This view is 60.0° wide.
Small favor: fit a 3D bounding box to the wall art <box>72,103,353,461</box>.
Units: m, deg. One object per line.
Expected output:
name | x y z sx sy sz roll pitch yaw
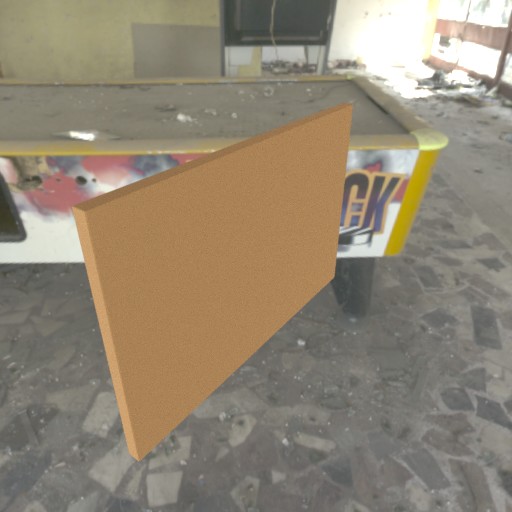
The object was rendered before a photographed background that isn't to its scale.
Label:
wall art | 0.000 0.000 1.148 0.033 0.608 0.915 21 37 31
